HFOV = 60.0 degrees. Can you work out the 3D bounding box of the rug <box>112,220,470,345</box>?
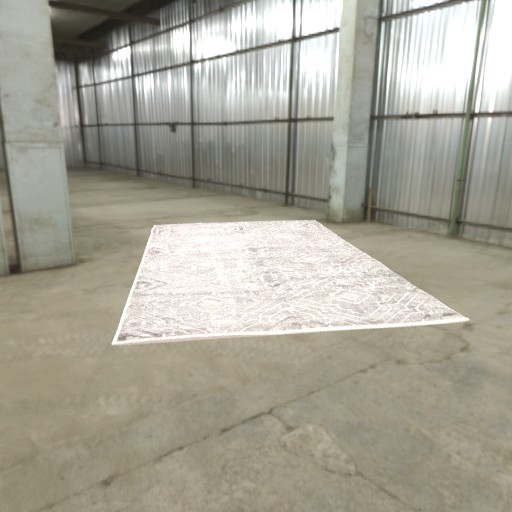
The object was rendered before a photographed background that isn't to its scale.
[{"bbox_3d":[0.000,0.000,3.009,1.537,0.036,2.447,-2,15,-8],"label":"rug"}]
